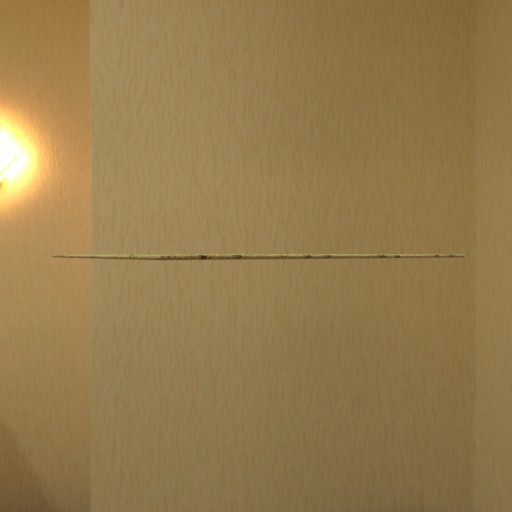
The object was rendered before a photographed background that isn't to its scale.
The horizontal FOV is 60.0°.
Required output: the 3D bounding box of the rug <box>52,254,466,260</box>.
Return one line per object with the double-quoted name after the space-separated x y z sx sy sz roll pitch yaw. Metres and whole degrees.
0.000 0.000 4.081 3.000 0.026 2.399 0 0 -37 "rug"
